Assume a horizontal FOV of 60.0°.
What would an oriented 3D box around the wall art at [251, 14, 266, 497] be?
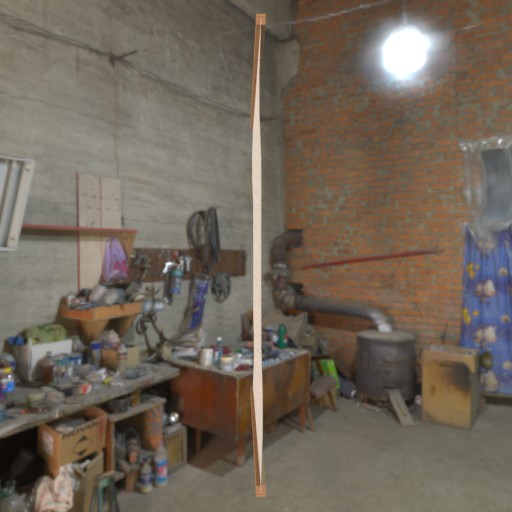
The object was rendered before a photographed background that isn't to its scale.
[{"bbox_3d":[0.000,0.000,1.302,0.020,1.016,0.739,0,-1,-2],"label":"wall art"}]
